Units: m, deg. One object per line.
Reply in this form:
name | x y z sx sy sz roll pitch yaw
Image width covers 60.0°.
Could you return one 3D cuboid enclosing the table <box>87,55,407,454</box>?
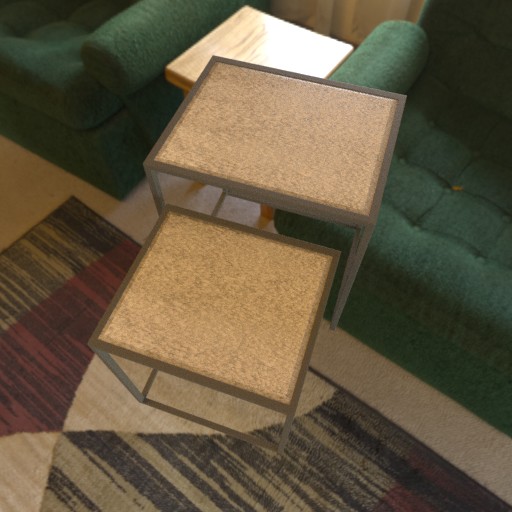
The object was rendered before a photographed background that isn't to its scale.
table | 0.000 0.000 1.153 0.508 0.540 0.788 16 59 10
